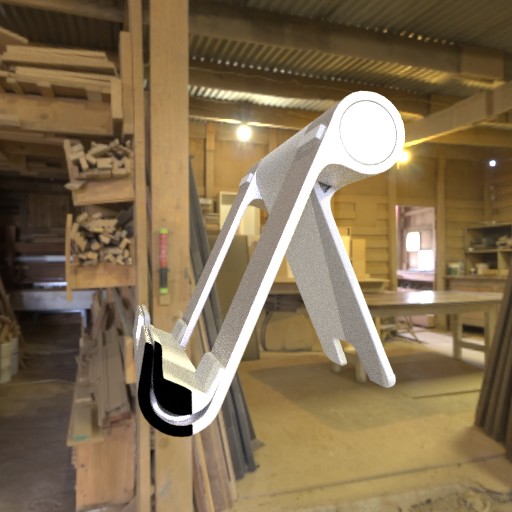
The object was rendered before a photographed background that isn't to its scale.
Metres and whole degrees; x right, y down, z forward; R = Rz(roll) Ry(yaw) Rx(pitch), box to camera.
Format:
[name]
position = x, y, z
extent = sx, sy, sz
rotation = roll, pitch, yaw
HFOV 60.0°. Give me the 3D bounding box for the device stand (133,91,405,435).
[device stand]
position = 0.000, 0.000, 0.149
extent = 0.079, 0.084, 0.086
rotation = 0, 0, -16
